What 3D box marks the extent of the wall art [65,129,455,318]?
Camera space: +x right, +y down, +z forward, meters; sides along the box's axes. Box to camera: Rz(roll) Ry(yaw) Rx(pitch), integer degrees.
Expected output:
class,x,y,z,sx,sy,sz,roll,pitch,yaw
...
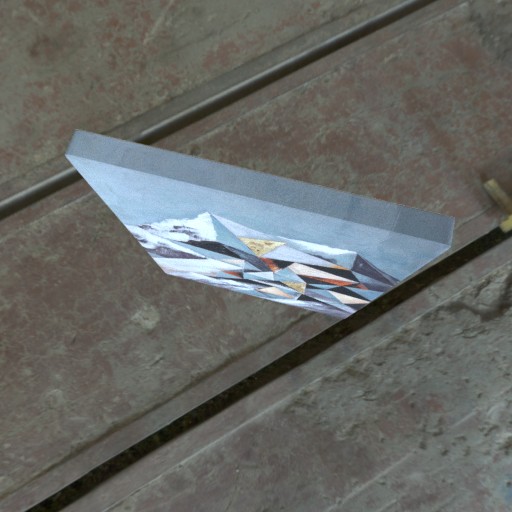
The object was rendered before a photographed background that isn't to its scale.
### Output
class,x,y,z,sx,sy,sz,roll,pitch,yaw
wall art,0.000,0.000,0.801,0.455,0.613,0.037,14,75,4
